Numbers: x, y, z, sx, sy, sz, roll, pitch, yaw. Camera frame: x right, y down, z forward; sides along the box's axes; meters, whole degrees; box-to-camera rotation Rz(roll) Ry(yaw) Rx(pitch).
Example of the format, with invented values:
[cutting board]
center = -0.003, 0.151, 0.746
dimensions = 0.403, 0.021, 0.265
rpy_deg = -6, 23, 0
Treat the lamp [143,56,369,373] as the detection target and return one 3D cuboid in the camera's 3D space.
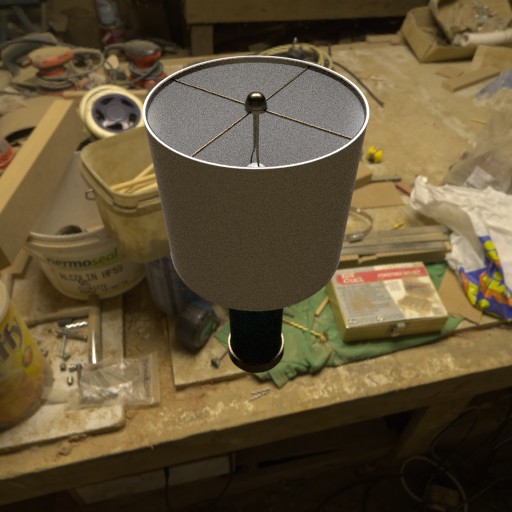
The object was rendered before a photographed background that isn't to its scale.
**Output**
[lamp]
center = 0.000, 0.000, 0.815
dimensions = 0.301, 0.630, 0.301
rpy_deg = -8, 47, -8
